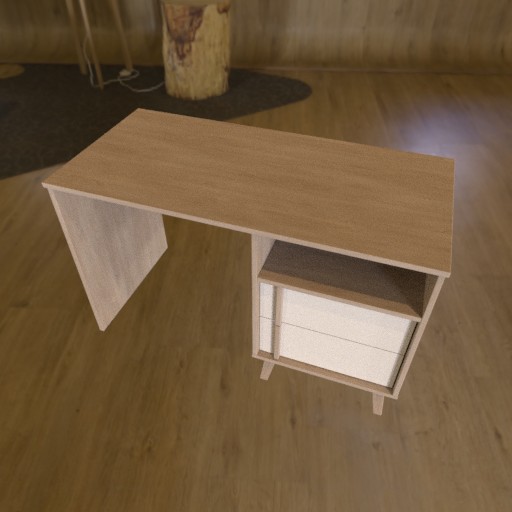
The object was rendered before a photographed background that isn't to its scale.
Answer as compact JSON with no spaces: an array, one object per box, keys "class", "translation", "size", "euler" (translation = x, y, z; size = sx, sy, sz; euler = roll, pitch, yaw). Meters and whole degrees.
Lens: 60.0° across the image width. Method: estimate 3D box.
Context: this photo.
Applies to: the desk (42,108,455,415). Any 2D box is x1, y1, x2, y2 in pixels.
[{"class":"desk","translation":[0.000,0.000,1.737],"size":[1.251,0.770,0.600],"euler":[13,44,14]}]
